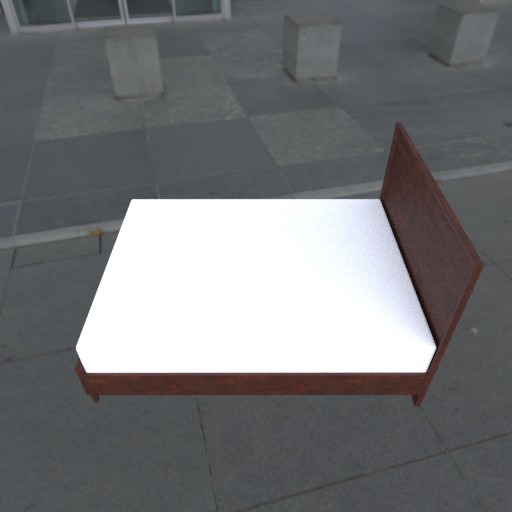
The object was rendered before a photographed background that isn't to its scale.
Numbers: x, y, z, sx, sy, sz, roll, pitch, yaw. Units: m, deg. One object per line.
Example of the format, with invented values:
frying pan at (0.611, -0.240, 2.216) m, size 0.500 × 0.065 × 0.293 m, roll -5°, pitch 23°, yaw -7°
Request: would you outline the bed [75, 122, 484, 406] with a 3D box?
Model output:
bed at (0.000, 0.000, 3.141) m, size 2.184 × 1.270 × 1.600 m, roll 0°, pitch 41°, yaw 0°
